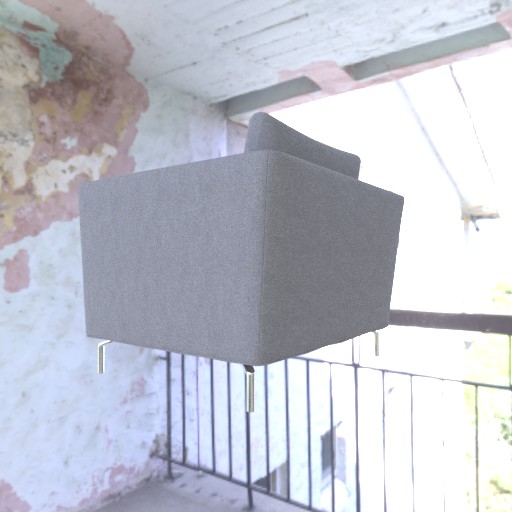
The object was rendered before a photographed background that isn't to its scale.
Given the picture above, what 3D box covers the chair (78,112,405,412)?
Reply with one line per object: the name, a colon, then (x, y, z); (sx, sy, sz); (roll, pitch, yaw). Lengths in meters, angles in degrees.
chair: (0.000, 0.000, 1.765); (0.889, 0.864, 1.041); (-1, -1, 37)
